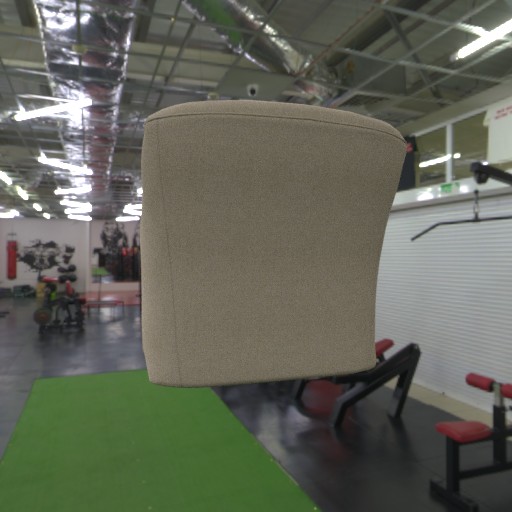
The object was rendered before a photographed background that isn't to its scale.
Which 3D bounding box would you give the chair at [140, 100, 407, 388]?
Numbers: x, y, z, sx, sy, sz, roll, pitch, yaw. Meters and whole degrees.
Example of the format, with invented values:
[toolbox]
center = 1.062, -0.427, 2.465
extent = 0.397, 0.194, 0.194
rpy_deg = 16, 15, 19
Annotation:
[chair]
center = 0.000, 0.000, 1.654
extent = 0.864, 0.856, 0.923
rpy_deg = 0, 0, -18
